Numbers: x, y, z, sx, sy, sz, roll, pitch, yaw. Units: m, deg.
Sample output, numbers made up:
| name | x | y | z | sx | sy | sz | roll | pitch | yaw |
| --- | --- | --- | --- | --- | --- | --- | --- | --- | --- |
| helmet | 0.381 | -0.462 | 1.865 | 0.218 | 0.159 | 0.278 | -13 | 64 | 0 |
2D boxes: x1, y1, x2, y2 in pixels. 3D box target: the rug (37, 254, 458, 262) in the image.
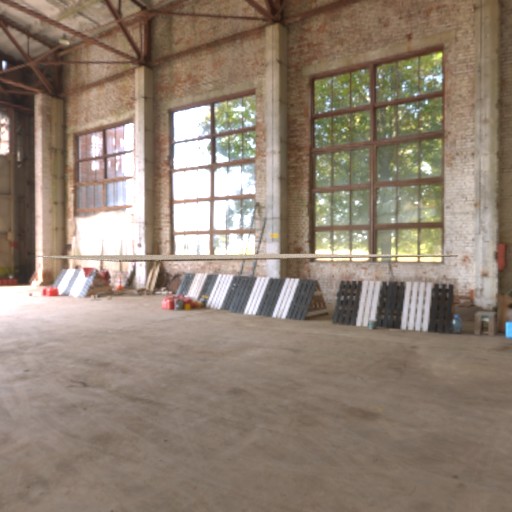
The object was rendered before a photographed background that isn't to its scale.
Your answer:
| name | x | y | z | sx | sy | sz | roll | pitch | yaw |
| --- | --- | --- | --- | --- | --- | --- | --- | --- | --- |
| rug | 0.000 | 0.000 | 3.015 | 2.442 | 0.010 | 1.546 | -1 | 1 | -37 |
